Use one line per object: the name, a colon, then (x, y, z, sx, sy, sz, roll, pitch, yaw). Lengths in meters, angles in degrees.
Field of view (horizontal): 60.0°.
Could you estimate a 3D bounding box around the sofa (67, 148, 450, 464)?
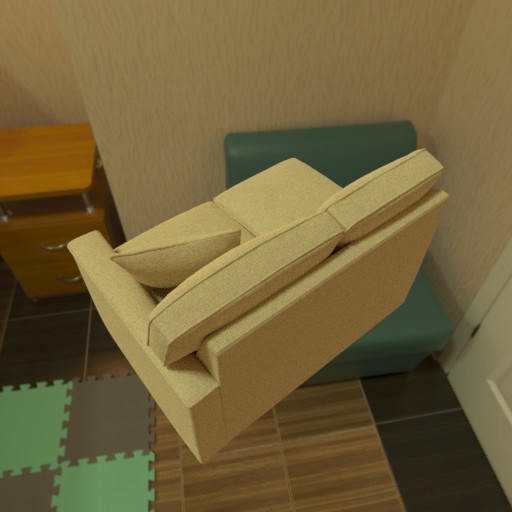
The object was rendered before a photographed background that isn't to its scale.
sofa: (0.000, 0.000, 2.099, 1.388, 0.989, 0.991, -31, 55, -25)
